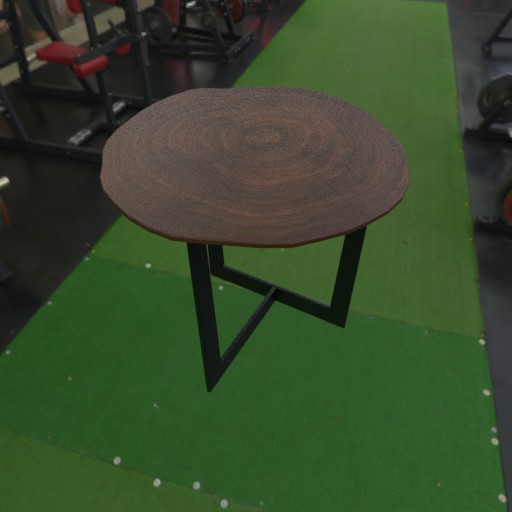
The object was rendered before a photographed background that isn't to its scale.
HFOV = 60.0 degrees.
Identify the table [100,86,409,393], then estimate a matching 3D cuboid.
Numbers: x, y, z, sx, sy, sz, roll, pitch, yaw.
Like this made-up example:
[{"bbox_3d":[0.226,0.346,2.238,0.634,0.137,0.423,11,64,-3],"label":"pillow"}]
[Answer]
[{"bbox_3d":[0.000,0.000,0.862,0.477,0.476,0.494,13,44,14],"label":"table"}]
